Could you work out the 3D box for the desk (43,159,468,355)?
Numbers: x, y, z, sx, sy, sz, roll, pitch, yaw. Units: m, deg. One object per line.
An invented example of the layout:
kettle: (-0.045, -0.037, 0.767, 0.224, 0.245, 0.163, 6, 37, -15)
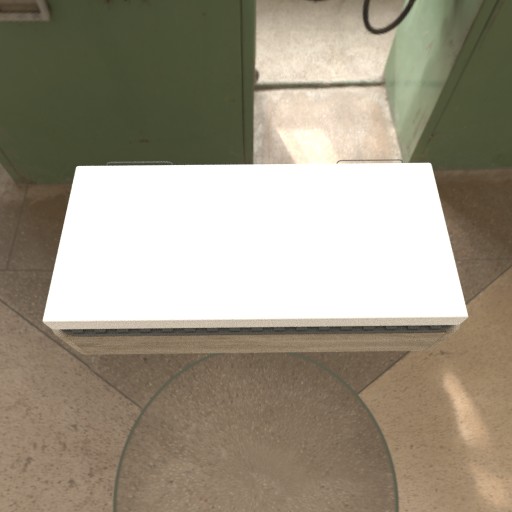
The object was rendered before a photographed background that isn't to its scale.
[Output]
desk: (0.000, 0.000, 2.305, 1.900, 0.455, 0.900, -1, 63, 0)
